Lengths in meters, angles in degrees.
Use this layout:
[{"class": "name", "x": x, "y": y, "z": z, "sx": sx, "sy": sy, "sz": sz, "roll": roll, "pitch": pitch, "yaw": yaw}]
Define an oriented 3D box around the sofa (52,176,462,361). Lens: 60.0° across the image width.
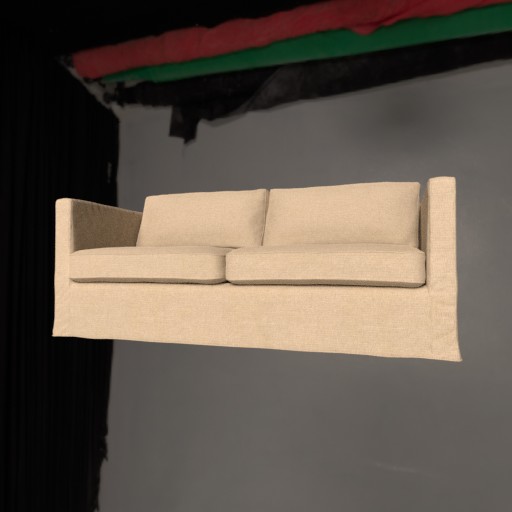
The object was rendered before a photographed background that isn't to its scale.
[{"class": "sofa", "x": 0.000, "y": 0.000, "z": 2.453, "sx": 1.987, "sy": 0.847, "sz": 0.956, "roll": 0, "pitch": -1, "yaw": 18}]
